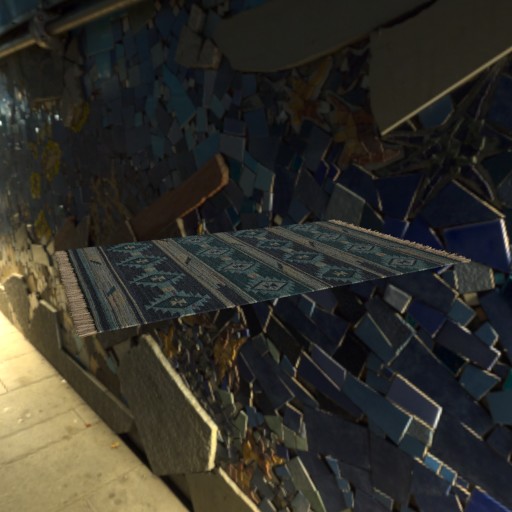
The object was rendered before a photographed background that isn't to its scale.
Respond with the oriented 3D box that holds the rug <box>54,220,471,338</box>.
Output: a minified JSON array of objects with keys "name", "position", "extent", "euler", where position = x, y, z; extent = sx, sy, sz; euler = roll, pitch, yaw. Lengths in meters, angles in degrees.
[{"name":"rug","position":[0.000,0.000,2.382],"extent":[1.936,0.028,1.181],"euler":[-8,18,-26]}]
